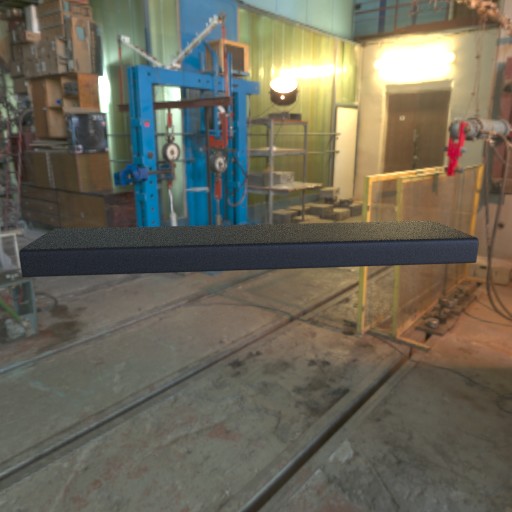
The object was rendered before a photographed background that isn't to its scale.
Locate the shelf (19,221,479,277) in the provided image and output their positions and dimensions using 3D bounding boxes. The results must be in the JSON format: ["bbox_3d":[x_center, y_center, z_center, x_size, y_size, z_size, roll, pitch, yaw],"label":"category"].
[{"bbox_3d":[0.000,0.000,0.491,0.456,0.053,0.102,-2,15,-6],"label":"shelf"}]
